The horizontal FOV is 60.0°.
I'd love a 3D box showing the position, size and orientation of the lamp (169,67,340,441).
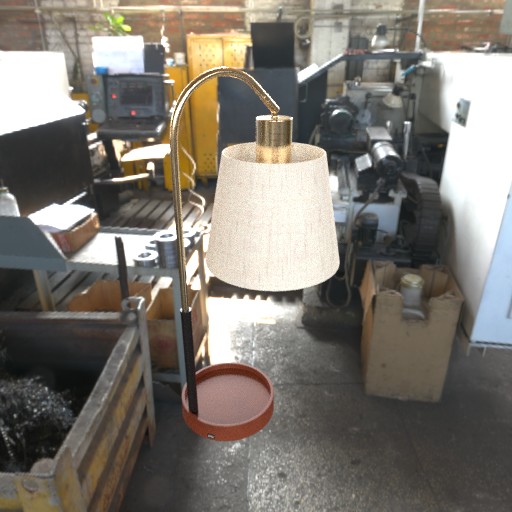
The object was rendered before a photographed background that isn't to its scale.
[{"bbox_3d":[0.000,0.000,0.681,0.273,0.536,0.211,-17,30,-32],"label":"lamp"}]
